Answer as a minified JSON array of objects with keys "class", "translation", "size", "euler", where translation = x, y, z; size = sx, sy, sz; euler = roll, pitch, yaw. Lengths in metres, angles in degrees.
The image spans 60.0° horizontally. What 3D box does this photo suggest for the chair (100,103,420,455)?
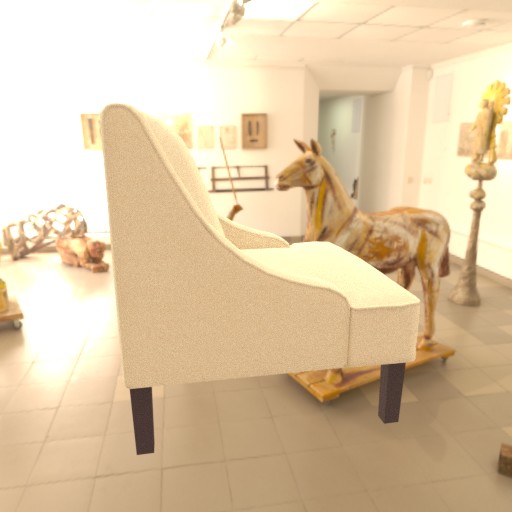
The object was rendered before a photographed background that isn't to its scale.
[{"class":"chair","translation":[0.000,0.000,1.427],"size":[0.806,0.886,0.689],"euler":[-3,15,-10]}]
